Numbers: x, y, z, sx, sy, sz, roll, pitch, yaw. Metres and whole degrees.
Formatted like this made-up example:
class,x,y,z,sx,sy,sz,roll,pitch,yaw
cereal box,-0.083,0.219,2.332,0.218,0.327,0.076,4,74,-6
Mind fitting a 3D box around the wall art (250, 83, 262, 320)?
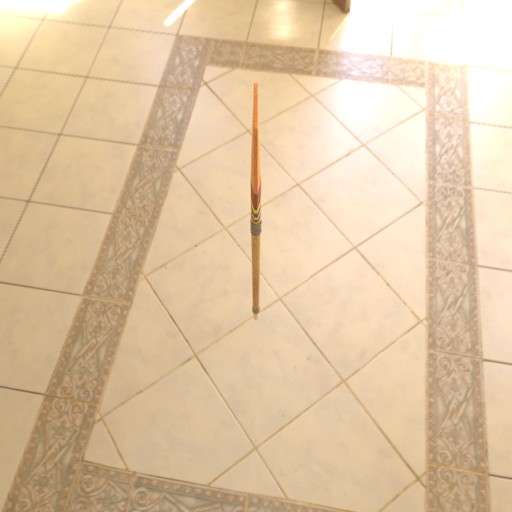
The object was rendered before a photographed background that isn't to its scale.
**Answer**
class,x,y,z,sx,sy,sz,roll,pitch,yaw
wall art,0.000,0.000,1.689,0.038,1.556,0.146,0,64,0
